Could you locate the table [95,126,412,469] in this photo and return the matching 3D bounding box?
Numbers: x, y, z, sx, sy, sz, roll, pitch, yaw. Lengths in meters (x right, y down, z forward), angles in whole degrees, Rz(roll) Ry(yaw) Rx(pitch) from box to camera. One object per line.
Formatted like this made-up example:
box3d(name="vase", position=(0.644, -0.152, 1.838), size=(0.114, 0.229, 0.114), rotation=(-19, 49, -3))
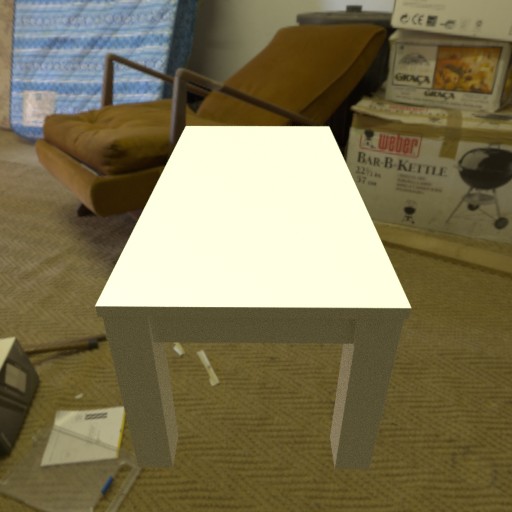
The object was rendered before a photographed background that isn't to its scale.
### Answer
box3d(name="table", position=(0.000, 0.000, 2.229), size=(0.900, 0.790, 1.800), rotation=(0, 32, 0))
